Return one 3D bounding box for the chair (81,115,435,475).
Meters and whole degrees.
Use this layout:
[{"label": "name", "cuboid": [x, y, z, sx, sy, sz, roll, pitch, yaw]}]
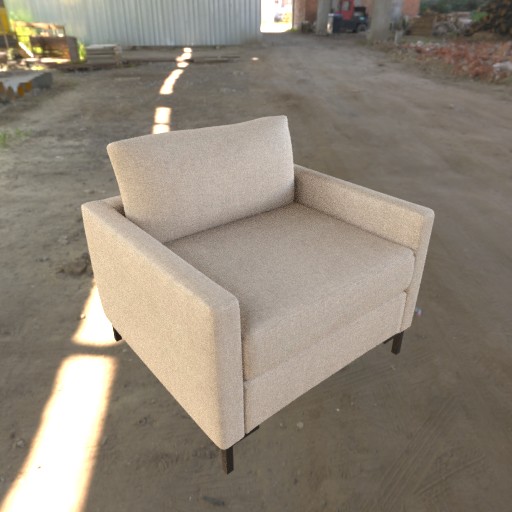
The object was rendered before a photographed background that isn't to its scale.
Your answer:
[{"label": "chair", "cuboid": [0.000, 0.000, 1.641, 0.963, 0.861, 0.866, -21, 35, -34]}]
